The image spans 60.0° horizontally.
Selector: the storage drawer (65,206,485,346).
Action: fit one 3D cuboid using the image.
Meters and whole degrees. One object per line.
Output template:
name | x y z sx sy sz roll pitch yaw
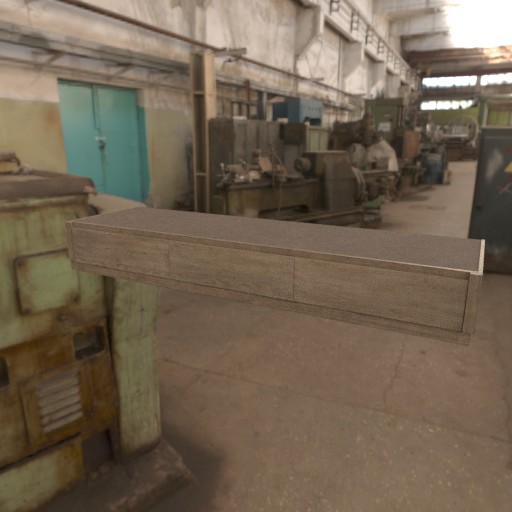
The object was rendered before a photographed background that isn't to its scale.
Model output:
storage drawer | 0.000 0.000 2.285 2.072 0.274 0.591 8 18 26
